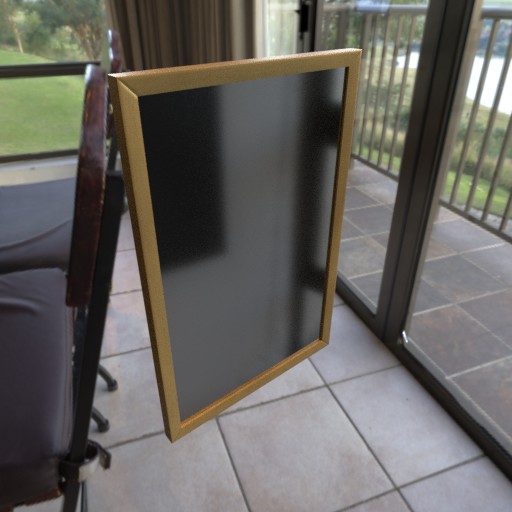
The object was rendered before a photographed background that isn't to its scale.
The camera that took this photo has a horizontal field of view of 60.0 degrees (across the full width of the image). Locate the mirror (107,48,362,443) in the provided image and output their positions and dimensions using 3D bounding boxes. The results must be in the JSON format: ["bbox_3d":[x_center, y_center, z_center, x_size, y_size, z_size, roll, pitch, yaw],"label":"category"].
[{"bbox_3d":[0.000,0.000,1.120,0.609,0.915,0.040,-23,38,-33],"label":"mirror"}]
